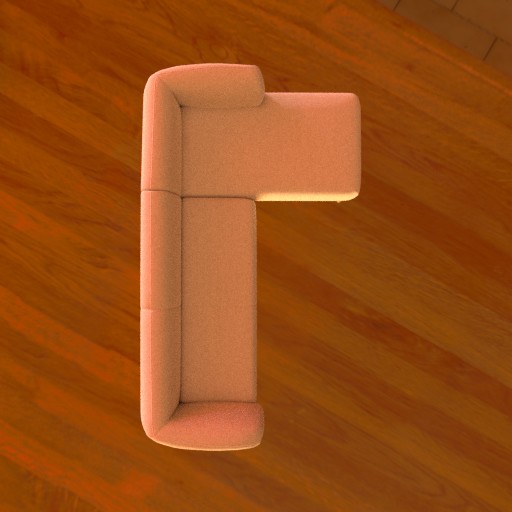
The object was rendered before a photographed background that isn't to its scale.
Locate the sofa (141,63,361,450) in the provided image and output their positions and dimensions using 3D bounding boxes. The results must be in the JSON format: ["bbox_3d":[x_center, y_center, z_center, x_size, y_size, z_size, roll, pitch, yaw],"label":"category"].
[{"bbox_3d":[0.000,0.000,3.357,1.610,0.730,2.660,0,88,0],"label":"sofa"}]
